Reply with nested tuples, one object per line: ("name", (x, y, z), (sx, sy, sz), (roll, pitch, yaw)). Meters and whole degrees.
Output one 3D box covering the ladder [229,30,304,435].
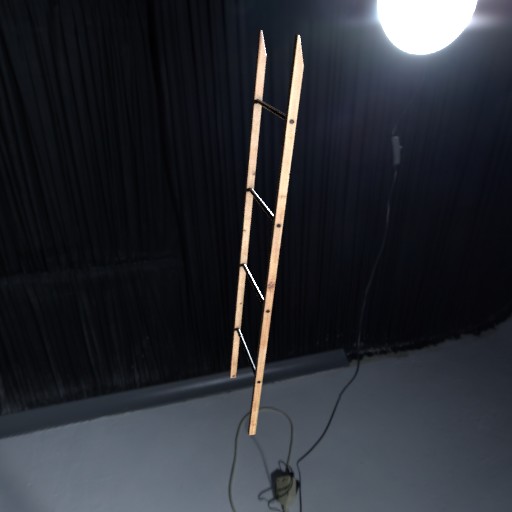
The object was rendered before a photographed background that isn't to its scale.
("ladder", (0.000, 0.000, 2.003), (0.200, 1.805, 0.442), (-8, 30, -14))
